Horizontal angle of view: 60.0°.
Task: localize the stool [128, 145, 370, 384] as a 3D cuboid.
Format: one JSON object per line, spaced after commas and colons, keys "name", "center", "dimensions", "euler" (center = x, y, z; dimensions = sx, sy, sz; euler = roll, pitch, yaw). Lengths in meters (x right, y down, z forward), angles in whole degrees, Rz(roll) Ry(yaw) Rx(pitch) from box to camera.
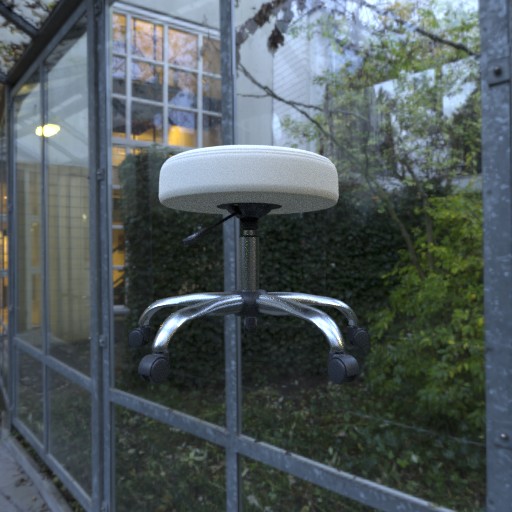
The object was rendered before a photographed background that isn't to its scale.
{"name": "stool", "center": [0.000, 0.000, 1.067], "dimensions": [0.634, 0.482, 0.614], "euler": [0, -1, -36]}
